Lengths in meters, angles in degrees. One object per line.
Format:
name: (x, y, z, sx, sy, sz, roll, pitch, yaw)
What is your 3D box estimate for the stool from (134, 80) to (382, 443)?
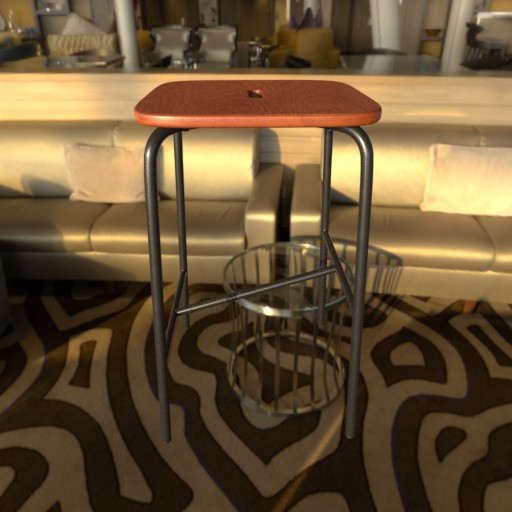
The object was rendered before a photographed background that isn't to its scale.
stool: (0.000, 0.000, 0.876, 0.376, 0.610, 0.376, -1, 28, -2)
